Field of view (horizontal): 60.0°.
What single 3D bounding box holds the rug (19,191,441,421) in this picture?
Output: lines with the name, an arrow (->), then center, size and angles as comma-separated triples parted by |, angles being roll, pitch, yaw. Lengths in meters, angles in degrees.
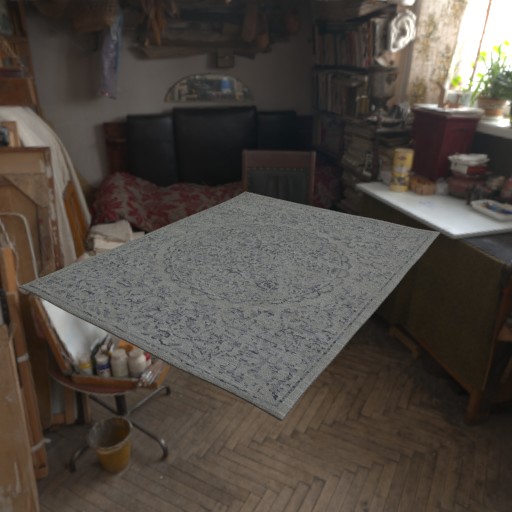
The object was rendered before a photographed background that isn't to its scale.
rug -> 0.000, 0.000, 3.834 | 2.343, 0.026, 2.925 | 17, 30, 31
